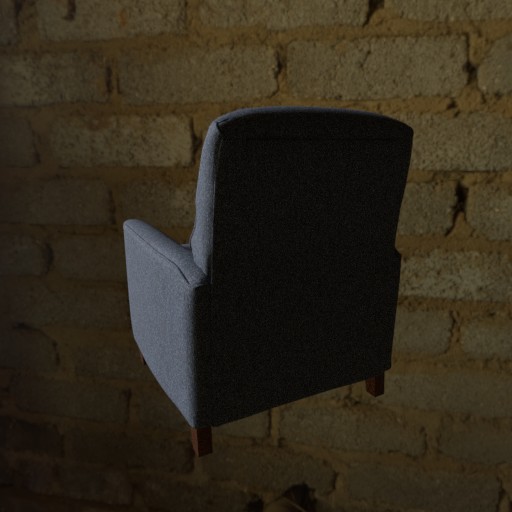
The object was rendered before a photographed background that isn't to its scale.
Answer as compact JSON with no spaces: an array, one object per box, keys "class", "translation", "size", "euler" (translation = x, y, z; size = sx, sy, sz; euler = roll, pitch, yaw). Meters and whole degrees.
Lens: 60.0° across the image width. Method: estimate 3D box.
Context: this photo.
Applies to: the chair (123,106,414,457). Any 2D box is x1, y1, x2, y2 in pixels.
[{"class":"chair","translation":[0.000,0.000,1.659],"size":[0.839,1.016,0.850],"euler":[-7,16,-27]}]
